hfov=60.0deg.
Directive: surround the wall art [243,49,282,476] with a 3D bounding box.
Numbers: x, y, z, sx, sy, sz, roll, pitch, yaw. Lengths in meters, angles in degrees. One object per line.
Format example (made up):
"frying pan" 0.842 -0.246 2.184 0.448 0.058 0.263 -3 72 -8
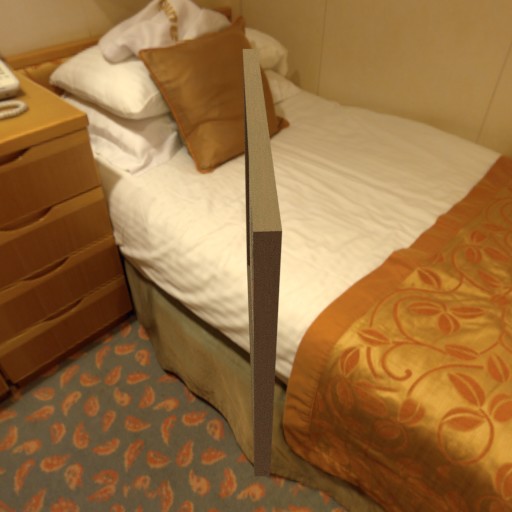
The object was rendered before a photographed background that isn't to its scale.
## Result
"wall art" 0.000 0.000 1.114 0.038 0.758 0.761 -2 41 -2
